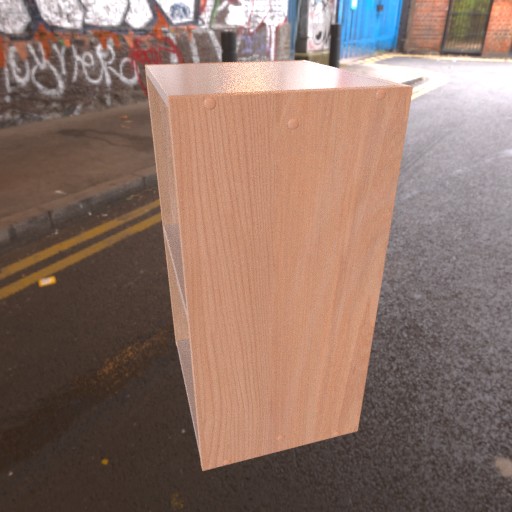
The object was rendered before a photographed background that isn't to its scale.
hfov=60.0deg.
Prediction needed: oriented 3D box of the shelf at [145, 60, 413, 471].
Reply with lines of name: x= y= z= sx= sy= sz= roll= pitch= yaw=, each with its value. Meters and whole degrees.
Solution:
shelf: x=0.000 y=0.000 z=0.784 sx=0.290 sy=0.600 sz=0.350 roll=-8 pitch=30 yaw=-14
